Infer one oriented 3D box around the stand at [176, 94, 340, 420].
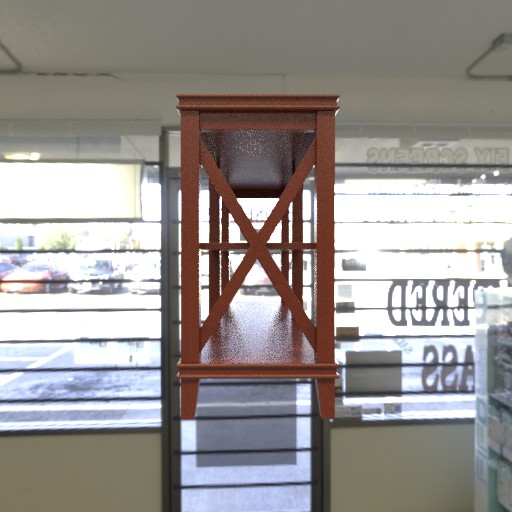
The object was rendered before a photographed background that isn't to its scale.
[{"bbox_3d":[0.000,0.000,1.717,0.381,0.762,1.372,0,0,0],"label":"stand"}]
